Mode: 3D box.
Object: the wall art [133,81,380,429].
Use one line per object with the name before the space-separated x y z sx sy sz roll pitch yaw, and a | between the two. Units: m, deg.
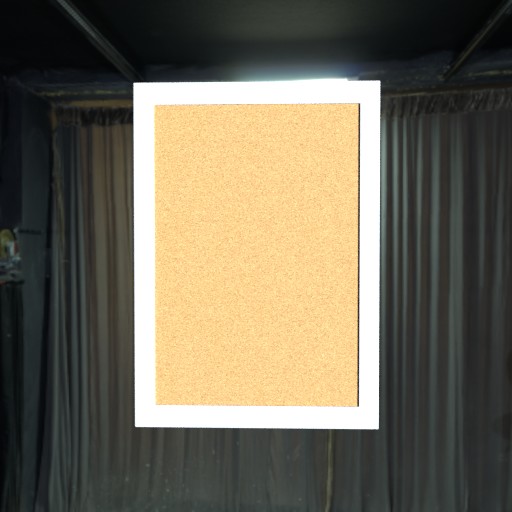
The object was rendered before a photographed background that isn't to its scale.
wall art | 0.000 0.000 0.682 0.374 0.529 0.012 0 1 1
